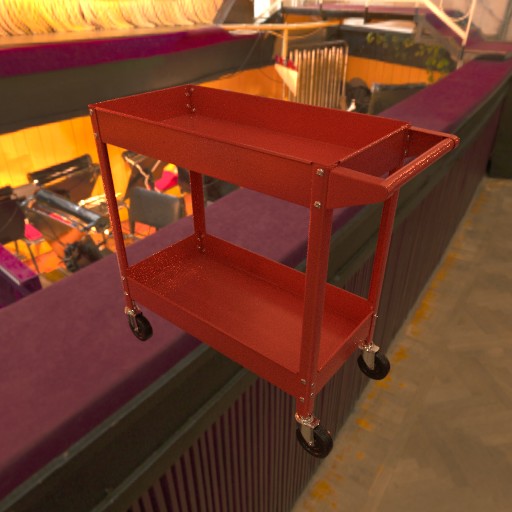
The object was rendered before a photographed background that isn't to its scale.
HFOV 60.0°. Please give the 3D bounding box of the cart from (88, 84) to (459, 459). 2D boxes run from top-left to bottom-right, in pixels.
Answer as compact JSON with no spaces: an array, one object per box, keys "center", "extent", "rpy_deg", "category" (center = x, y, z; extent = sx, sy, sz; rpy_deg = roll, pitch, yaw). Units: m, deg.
[{"center":[0.000,0.000,1.157],"extent":[0.779,0.719,0.366],"rpy_deg":[23,38,32],"category":"cart"}]
